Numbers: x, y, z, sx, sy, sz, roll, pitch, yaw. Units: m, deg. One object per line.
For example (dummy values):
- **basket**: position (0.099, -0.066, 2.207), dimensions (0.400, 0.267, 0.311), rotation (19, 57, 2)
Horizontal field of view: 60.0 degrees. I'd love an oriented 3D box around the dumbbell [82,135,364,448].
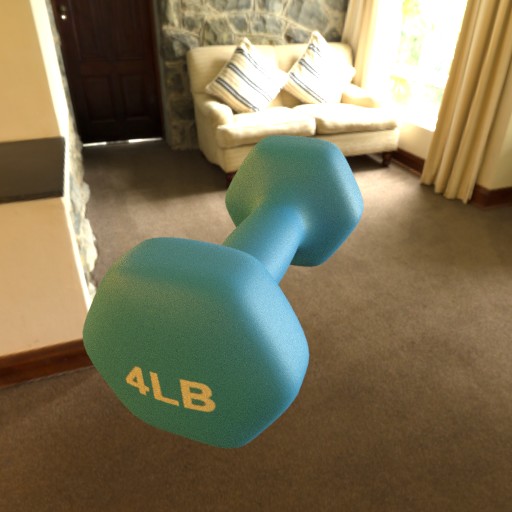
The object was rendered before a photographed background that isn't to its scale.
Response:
- **dumbbell**: position (0.000, 0.000, 0.187), dimensions (0.074, 0.066, 0.152), rotation (11, 33, 17)
